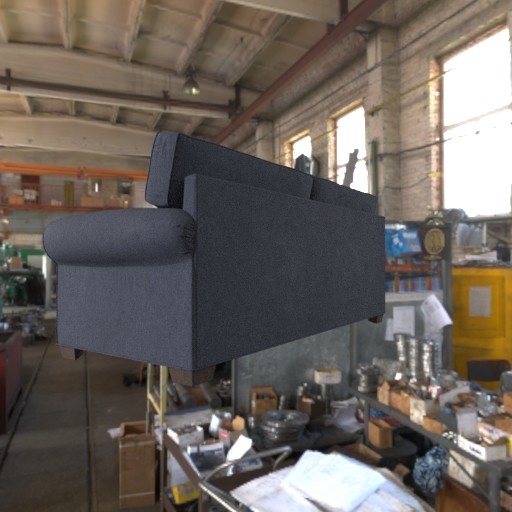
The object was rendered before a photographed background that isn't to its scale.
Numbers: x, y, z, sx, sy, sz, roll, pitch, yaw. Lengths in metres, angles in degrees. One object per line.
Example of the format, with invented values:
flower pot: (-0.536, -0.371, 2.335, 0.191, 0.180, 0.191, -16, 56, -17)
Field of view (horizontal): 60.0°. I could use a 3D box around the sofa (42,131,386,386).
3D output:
sofa: (0.000, 0.000, 2.848, 0.954, 1.026, 2.391, 0, 0, 35)
